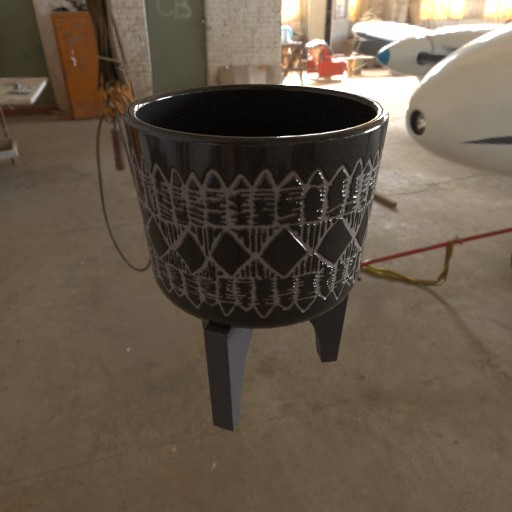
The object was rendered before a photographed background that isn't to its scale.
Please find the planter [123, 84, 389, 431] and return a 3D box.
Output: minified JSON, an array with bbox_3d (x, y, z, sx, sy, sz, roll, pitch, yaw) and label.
[{"bbox_3d":[0.000,0.000,0.401,0.196,0.264,0.196,10,32,17],"label":"planter"}]
